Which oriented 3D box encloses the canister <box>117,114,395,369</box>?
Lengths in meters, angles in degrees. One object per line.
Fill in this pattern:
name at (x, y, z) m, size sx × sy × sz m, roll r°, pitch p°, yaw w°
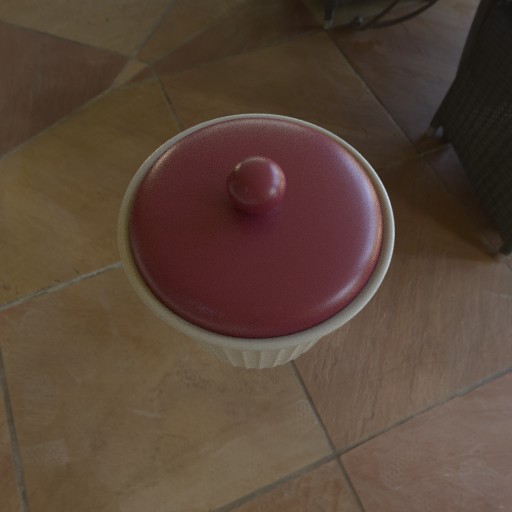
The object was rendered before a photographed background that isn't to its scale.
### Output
canister at (0.000, 0.000, 0.344) m, size 0.181 × 0.211 × 0.181 m, roll 0°, pitch 62°, yaw 0°
